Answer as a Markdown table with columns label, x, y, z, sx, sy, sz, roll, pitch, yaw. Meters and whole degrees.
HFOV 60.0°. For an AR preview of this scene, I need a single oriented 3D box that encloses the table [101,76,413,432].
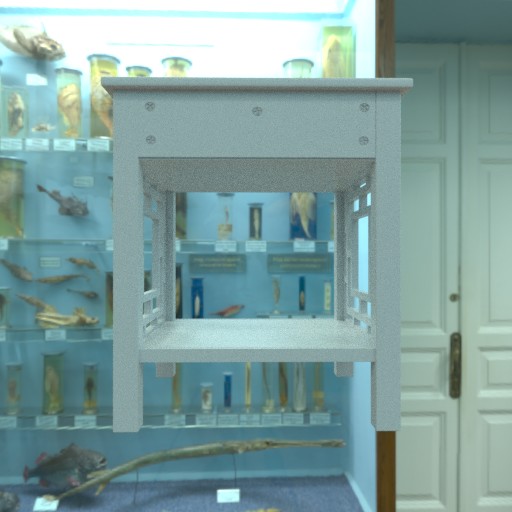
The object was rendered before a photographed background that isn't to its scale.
| label | x | y | z | sx | sy | sz | roll | pitch | yaw |
| --- | --- | --- | --- | --- | --- | --- | --- | --- | --- |
| table | 0.000 | 0.000 | 1.024 | 0.564 | 0.646 | 0.451 | 0 | 0 | -1 |
